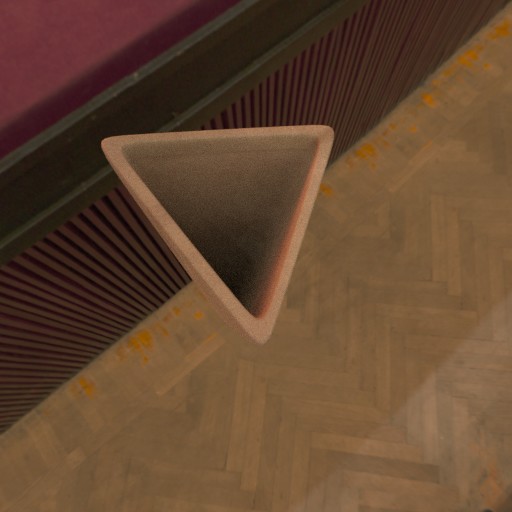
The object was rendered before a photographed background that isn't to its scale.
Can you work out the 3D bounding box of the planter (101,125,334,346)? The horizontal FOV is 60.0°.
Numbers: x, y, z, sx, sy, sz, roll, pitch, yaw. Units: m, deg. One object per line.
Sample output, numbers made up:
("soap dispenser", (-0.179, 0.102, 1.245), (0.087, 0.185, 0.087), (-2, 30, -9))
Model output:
("planter", (0.000, 0.000, 0.276), (0.081, 0.224, 0.101), (-38, 78, -10))
